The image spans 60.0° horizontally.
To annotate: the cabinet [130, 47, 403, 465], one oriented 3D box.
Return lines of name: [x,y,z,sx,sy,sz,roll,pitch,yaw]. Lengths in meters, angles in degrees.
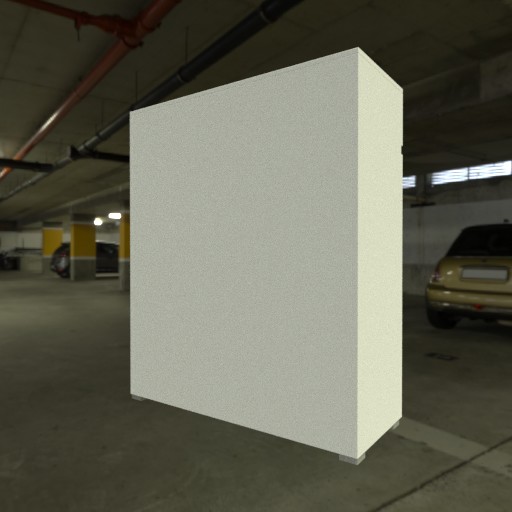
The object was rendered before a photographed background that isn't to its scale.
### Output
cabinet: [0.000,0.000,1.713,1.000,1.190,0.400,0,1,36]
